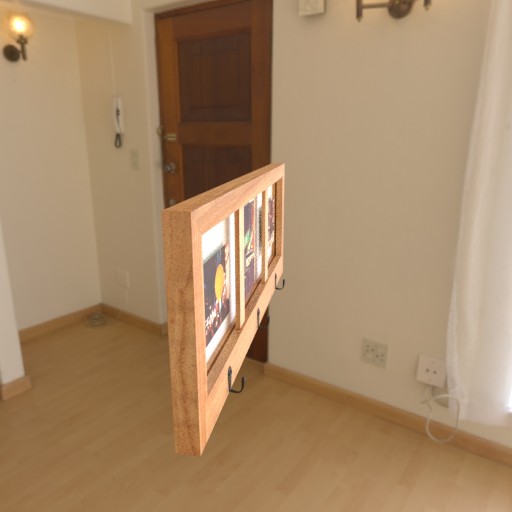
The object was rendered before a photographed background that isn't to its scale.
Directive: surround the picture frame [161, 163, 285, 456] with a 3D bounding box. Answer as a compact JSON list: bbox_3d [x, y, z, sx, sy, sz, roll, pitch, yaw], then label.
[{"bbox_3d":[0.000,0.000,0.663,0.045,0.234,0.582,3,16,11],"label":"picture frame"}]
